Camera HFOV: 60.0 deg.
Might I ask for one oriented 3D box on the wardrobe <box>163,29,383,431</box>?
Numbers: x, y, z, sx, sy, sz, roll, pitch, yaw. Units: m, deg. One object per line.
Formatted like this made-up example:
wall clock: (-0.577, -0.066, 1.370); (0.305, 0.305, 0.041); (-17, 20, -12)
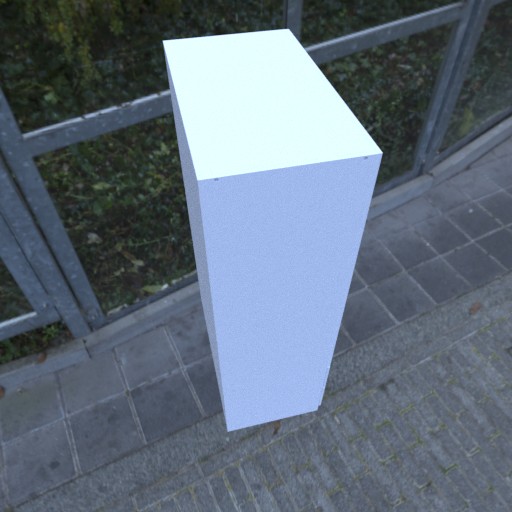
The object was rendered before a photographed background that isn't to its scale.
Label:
wardrobe: (0.000, 0.000, 2.271); (0.577, 1.808, 0.991); (-10, 48, -9)
